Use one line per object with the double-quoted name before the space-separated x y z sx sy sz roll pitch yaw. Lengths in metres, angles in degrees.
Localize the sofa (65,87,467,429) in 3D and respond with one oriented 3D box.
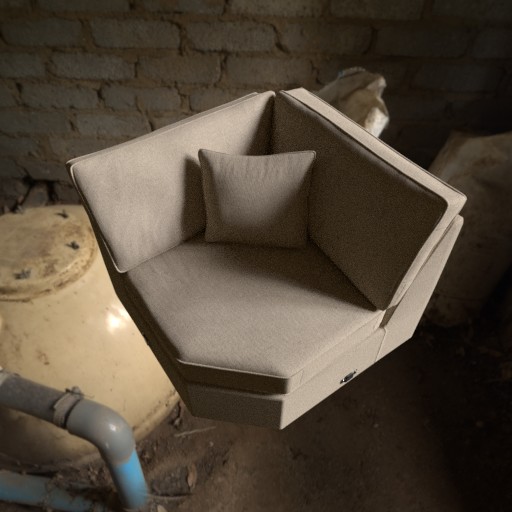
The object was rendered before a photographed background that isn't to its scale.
"sofa" 0.000 0.000 1.811 1.050 0.937 1.042 -26 52 -23
